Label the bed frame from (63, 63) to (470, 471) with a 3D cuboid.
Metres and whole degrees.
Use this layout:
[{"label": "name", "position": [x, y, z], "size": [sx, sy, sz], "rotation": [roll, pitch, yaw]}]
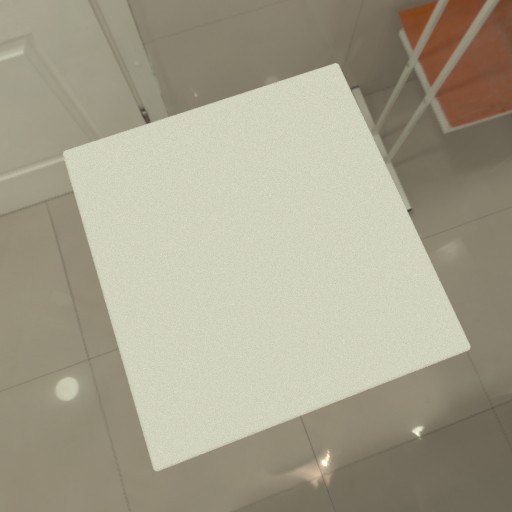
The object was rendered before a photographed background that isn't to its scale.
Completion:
[{"label": "bed frame", "position": [0.000, 0.000, 3.061], "size": [1.963, 0.659, 2.079], "rotation": [-20, 77, -5]}]
